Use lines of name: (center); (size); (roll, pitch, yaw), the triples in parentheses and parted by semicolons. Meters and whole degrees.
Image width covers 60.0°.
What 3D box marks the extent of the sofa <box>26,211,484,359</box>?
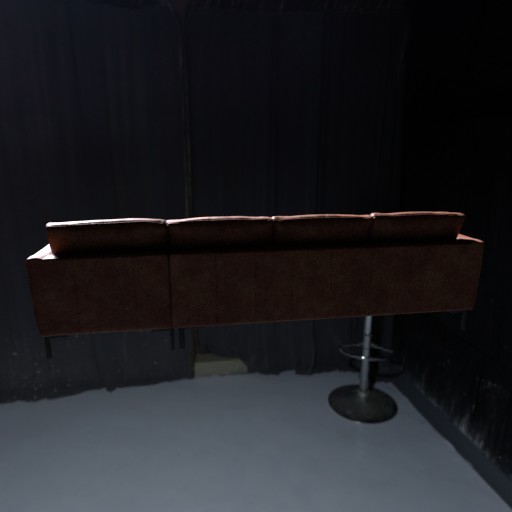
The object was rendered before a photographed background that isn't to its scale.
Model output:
sofa: (0.000, 0.000, 3.576); (2.993, 0.859, 1.471); (-2, 15, -9)
